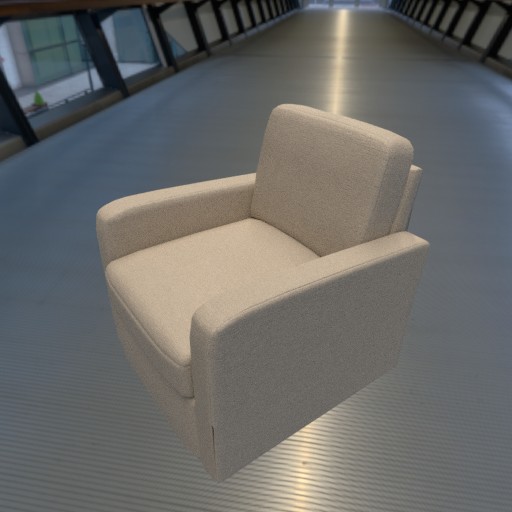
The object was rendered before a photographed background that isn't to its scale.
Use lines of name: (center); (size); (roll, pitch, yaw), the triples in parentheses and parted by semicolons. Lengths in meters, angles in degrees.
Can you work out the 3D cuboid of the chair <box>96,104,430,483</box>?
chair: (0.000, 0.000, 1.473); (0.888, 0.827, 0.755); (-21, 38, -30)
